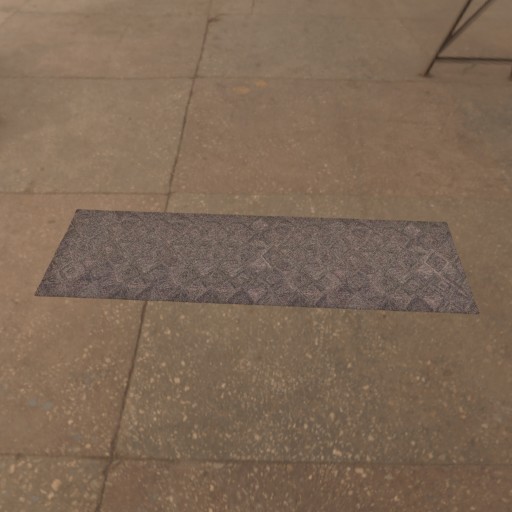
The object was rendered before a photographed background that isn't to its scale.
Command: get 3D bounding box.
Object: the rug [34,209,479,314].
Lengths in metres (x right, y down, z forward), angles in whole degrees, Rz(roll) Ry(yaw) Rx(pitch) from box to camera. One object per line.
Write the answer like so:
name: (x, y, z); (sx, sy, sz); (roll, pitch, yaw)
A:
rug: (0.000, 0.000, 2.511); (2.296, 0.011, 0.691); (2, 47, 2)
